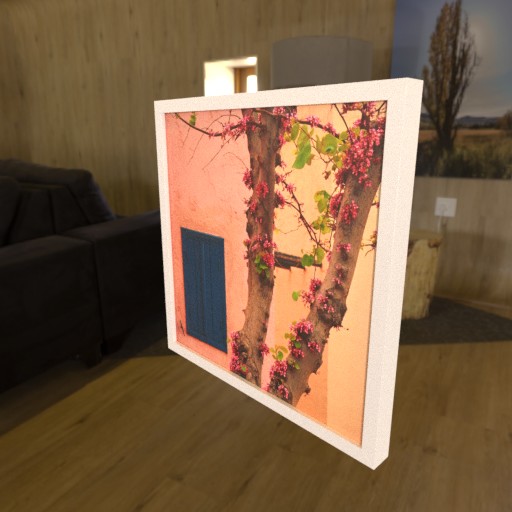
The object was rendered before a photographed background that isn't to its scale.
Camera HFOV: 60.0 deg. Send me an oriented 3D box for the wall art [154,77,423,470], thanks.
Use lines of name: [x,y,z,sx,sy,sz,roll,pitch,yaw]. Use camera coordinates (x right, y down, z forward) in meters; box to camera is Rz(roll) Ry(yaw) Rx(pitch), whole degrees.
wall art: [0.000,0.000,0.735,0.038,0.508,0.507,-15,21,-42]
